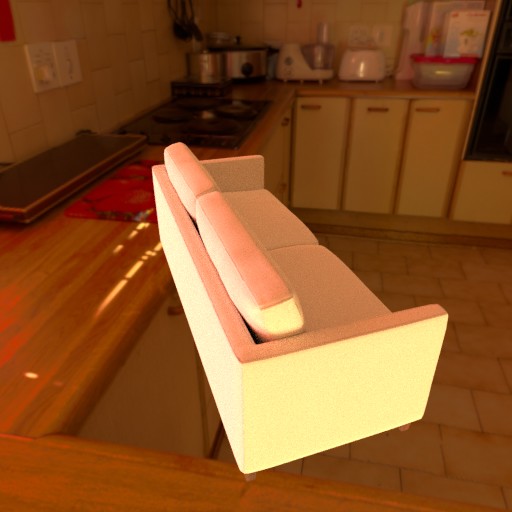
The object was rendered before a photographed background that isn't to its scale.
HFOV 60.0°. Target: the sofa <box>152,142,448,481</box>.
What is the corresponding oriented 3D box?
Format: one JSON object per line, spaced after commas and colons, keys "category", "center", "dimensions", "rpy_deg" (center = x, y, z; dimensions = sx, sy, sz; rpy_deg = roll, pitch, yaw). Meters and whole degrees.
{"category": "sofa", "center": [0.000, 0.000, 2.789], "dimensions": [0.951, 0.962, 2.361], "rpy_deg": [-10, 31, -17]}
